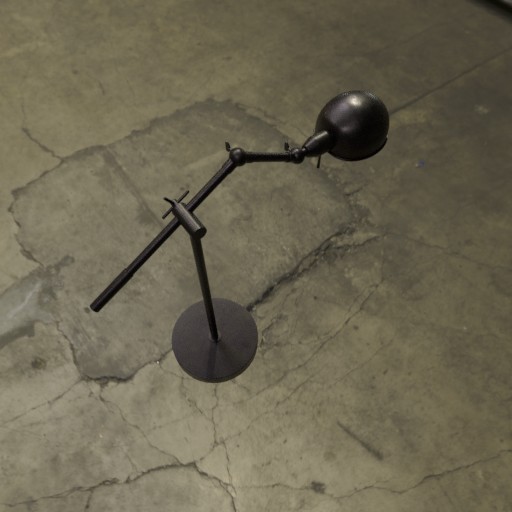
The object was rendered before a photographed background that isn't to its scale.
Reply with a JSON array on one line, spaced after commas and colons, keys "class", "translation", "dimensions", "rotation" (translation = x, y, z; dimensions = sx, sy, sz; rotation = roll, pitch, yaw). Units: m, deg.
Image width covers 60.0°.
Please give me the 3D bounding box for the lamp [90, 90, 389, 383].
[{"class": "lamp", "translation": [0.000, 0.000, 0.805], "dimensions": [0.567, 0.495, 0.185], "rotation": [-32, 62, -19]}]
